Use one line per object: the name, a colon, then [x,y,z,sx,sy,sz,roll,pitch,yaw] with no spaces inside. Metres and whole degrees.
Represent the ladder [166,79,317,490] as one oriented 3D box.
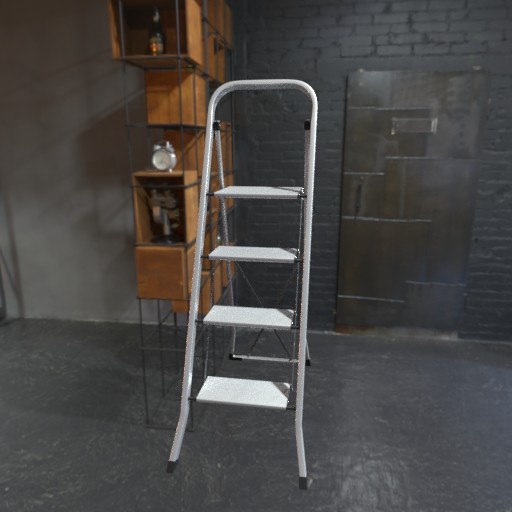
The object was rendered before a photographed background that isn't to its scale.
ladder: [0.000,0.000,1.666,0.465,1.290,0.830,2,14,9]
